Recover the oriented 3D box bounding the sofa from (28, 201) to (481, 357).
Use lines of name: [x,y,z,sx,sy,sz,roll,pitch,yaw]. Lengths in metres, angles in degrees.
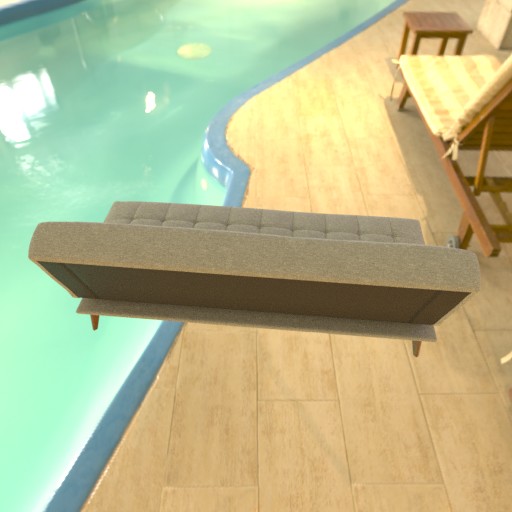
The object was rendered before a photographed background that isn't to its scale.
sofa: [0.000,0.000,2.251,1.800,0.810,0.860,4,45,4]
